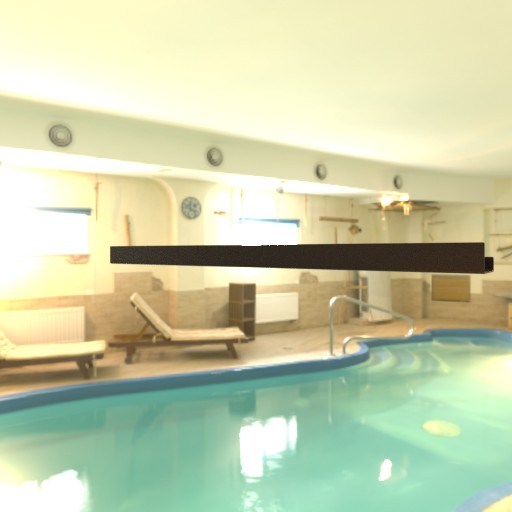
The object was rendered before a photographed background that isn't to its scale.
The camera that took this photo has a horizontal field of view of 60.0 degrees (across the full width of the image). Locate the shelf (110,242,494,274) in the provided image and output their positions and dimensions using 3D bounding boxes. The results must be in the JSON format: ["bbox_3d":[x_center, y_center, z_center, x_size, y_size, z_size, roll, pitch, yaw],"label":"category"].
[{"bbox_3d":[0.000,0.000,0.981,0.924,0.049,0.092,0,1,36],"label":"shelf"}]
